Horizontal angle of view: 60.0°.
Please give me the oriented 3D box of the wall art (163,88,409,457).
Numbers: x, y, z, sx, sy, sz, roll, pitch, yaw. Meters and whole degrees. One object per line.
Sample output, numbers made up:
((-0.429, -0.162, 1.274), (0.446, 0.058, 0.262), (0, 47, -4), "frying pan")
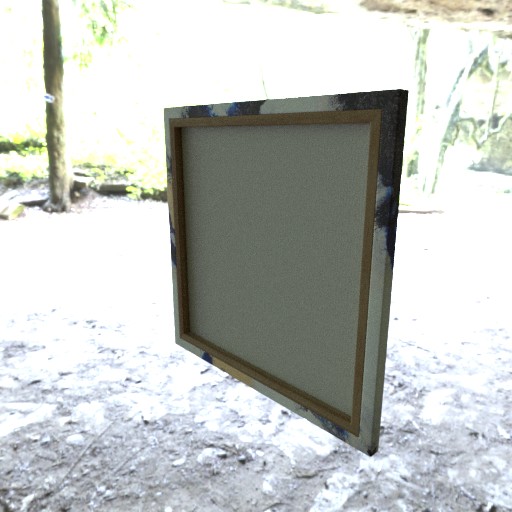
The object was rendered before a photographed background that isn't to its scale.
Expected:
((0.000, 0.000, 1.334), (0.038, 0.885, 0.887), (-14, 21, -42), "wall art")
